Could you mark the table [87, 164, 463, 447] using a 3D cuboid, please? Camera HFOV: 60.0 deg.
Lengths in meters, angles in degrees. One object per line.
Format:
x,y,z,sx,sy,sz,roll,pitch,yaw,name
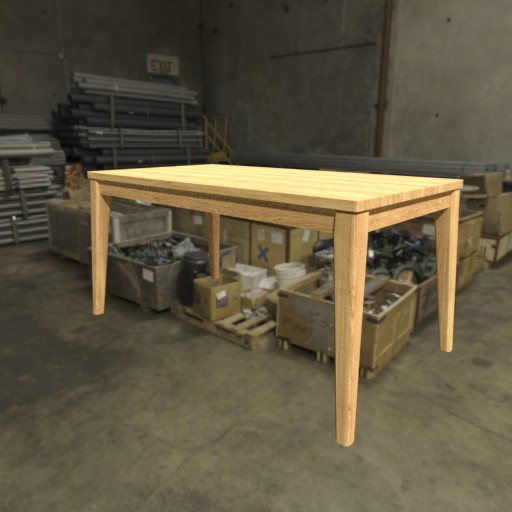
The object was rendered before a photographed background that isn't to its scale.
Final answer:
0.000,0.000,2.115,1.600,0.760,0.900,14,20,41,table
